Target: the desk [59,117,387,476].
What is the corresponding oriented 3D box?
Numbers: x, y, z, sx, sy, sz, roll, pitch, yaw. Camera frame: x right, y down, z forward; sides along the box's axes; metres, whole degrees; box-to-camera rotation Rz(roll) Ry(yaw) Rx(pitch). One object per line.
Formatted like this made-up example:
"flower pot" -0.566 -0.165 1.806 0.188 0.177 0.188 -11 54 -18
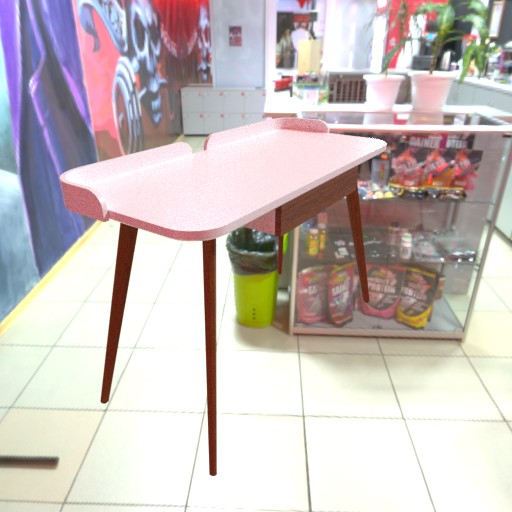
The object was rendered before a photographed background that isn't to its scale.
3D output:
"desk" 0.000 0.000 1.652 0.534 0.807 1.206 17 31 31
